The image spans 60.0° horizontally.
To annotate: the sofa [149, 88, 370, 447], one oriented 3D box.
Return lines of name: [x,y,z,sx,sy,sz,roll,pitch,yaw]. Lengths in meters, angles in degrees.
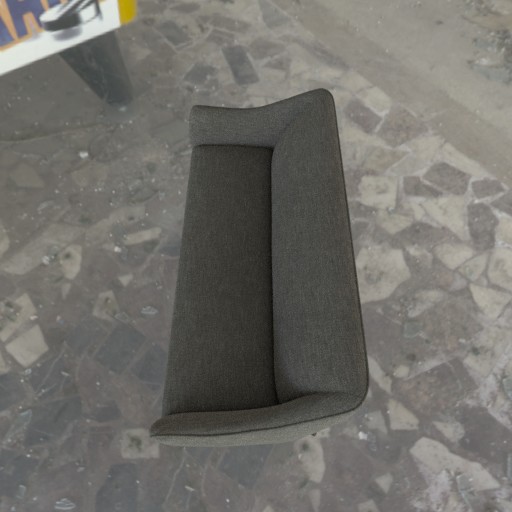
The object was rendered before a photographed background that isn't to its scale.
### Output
sofa: [0.000,0.000,2.384,0.867,0.829,1.928,0,58,0]
